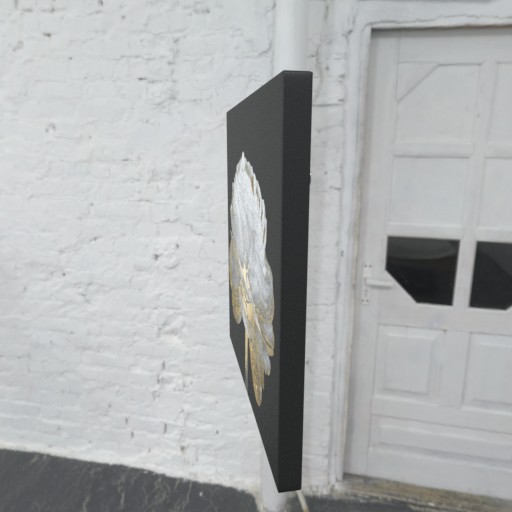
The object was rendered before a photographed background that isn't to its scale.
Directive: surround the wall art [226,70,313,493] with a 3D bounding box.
[{"bbox_3d":[0.000,0.000,0.906,0.043,0.611,0.610,-2,13,-10],"label":"wall art"}]
